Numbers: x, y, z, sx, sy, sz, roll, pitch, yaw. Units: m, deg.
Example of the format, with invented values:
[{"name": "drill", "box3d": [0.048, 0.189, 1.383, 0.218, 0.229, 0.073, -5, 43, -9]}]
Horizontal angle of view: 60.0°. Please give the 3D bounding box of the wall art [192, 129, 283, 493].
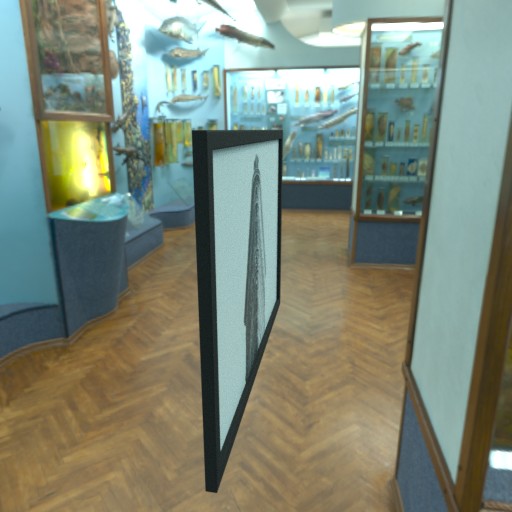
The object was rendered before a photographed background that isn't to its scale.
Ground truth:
[{"name": "wall art", "box3d": [0.000, 0.000, 1.198, 0.026, 0.656, 0.958, 3, 16, 10]}]
